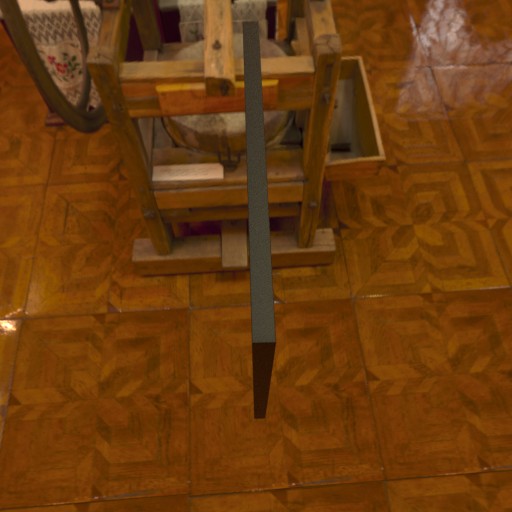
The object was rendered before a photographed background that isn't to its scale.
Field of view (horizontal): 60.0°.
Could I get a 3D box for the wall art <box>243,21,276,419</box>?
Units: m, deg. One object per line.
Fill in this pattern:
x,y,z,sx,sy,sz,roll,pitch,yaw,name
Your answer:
0.000,0.000,0.709,0.021,0.509,0.430,-2,63,-1,wall art
